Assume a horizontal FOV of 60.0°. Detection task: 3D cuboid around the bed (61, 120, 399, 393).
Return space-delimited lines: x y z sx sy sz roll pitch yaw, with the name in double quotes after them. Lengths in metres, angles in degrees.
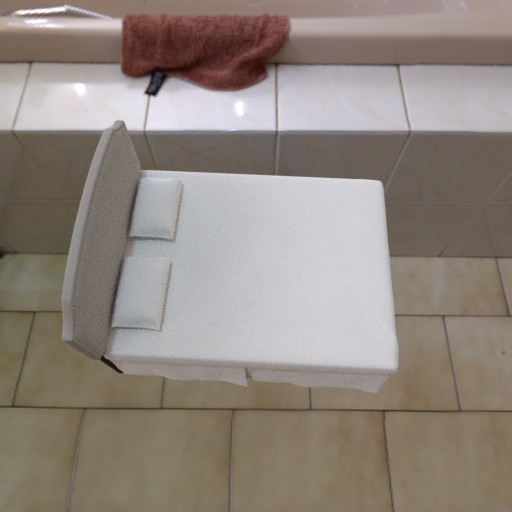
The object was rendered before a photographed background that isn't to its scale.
0.000 0.000 3.058 1.999 1.270 1.558 3 65 1 "bed"
